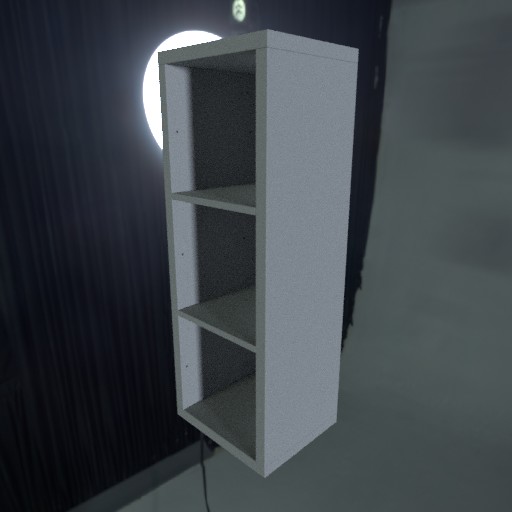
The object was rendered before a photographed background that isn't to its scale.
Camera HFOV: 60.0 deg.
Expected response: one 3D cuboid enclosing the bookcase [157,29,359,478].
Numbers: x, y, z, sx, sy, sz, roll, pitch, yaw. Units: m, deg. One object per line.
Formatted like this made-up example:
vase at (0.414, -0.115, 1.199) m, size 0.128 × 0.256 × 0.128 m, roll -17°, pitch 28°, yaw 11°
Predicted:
bookcase at (0.000, 0.000, 1.268) m, size 0.390 × 1.080 × 0.330 m, roll 15°, pitch 22°, yaw 42°
